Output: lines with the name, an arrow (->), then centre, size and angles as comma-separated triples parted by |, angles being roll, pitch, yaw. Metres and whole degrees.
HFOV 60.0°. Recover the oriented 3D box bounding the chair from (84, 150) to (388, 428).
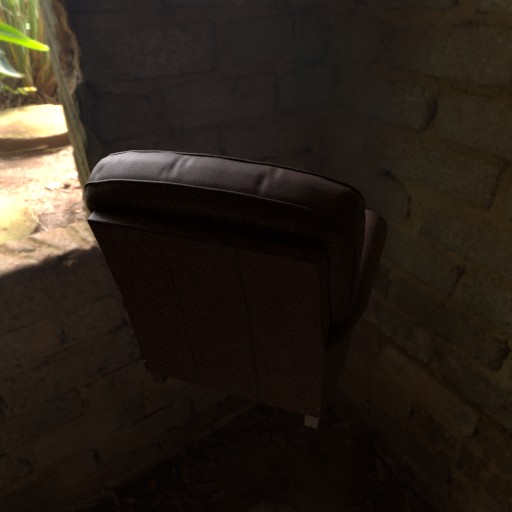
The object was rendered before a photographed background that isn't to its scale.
chair -> 0.000, 0.000, 1.732 | 0.936, 1.018, 0.986 | 10, 33, 16
